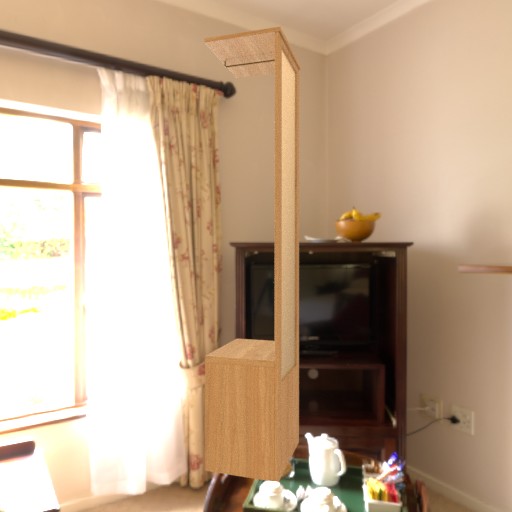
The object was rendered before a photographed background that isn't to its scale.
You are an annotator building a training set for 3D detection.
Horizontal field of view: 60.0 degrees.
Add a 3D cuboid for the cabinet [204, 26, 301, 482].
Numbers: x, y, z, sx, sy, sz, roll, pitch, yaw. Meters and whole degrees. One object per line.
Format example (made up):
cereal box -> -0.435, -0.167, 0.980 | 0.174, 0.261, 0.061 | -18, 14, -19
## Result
cabinet -> 0.000, 0.000, 2.064 | 0.338, 1.879, 0.411 | 0, 1, 17
